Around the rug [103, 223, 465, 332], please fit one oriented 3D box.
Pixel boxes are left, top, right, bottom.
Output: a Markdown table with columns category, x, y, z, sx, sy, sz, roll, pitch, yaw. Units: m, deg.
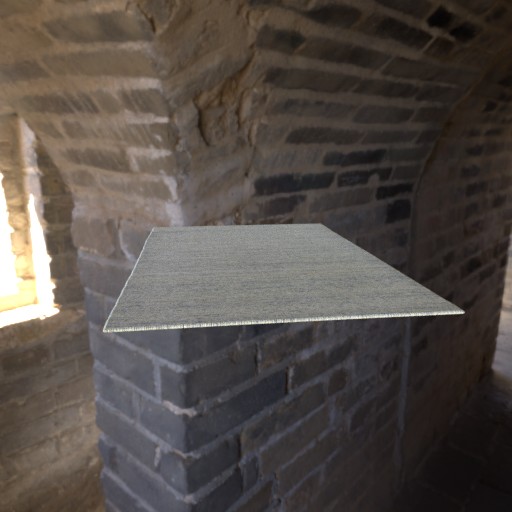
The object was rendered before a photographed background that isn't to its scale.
| category | x | y | z | sx | sy | sz | roll | pitch | yaw |
| --- | --- | --- | --- | --- | --- | --- | --- | --- | --- |
| rug | 0.000 | 0.000 | 2.899 | 1.523 | 0.017 | 2.263 | -2 | 14 | -7 |
